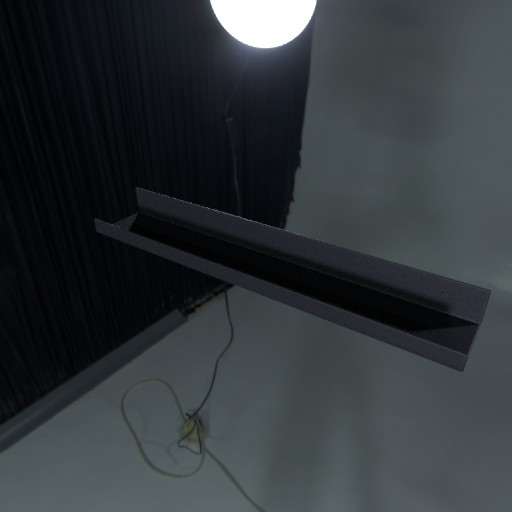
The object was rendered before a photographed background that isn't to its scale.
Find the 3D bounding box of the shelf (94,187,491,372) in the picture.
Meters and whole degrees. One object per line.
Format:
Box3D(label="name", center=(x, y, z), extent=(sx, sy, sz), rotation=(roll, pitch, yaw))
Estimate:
Box3D(label="shelf", center=(0.000, 0.000, 0.649), extent=(0.605, 0.053, 0.102), rotation=(19, 34, 29))
